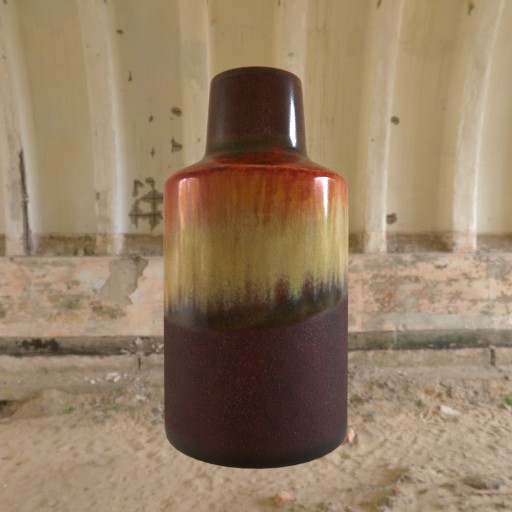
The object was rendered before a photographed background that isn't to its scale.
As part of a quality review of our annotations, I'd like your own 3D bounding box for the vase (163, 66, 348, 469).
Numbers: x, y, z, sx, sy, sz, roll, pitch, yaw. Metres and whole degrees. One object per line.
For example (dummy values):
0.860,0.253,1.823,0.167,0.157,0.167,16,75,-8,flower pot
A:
0.000,0.000,0.264,0.108,0.204,0.108,0,2,0,vase
